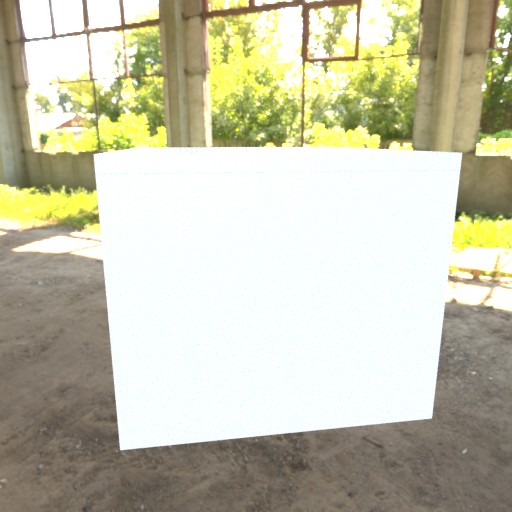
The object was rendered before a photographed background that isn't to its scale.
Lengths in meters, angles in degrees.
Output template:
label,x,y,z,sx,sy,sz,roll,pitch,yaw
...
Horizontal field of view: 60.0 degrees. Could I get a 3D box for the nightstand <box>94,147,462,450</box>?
label,x,y,z,sx,sy,sz,roll,pitch,yaw
nightstand,0.000,0.000,0.749,0.408,0.351,0.470,-2,15,-9
